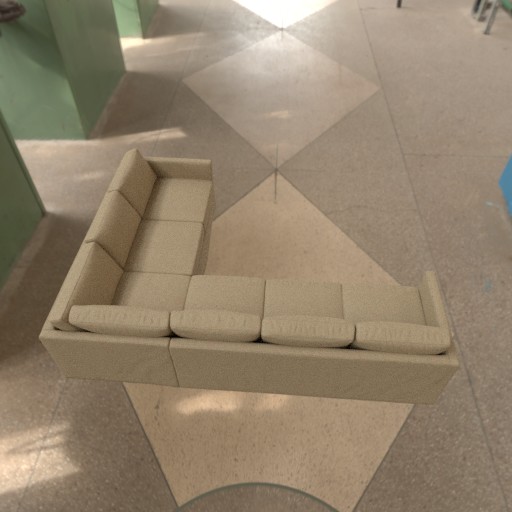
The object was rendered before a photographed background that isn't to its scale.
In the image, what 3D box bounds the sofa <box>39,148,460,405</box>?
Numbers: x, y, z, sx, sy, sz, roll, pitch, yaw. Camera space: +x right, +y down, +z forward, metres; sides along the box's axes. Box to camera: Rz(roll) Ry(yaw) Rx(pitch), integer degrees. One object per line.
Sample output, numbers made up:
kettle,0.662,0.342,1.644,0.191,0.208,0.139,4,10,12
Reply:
sofa,0.000,0.000,4.302,3.182,0.871,2.432,3,47,3
